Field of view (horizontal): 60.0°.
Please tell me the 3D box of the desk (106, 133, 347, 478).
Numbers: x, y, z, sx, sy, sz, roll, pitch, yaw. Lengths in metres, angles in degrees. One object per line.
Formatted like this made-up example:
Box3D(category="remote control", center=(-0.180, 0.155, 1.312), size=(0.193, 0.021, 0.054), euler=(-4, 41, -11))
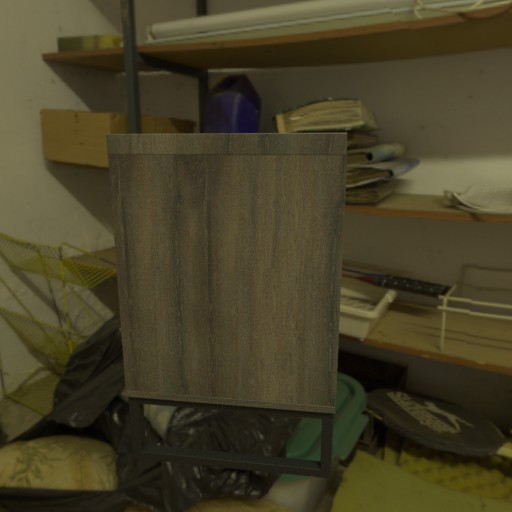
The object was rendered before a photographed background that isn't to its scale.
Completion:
Box3D(category="desk", center=(0.000, 0.000, 1.486), size=(0.511, 0.752, 1.134), euler=(2, 14, 8))
